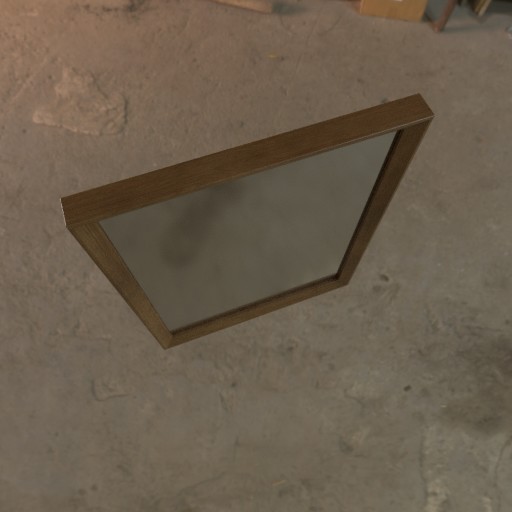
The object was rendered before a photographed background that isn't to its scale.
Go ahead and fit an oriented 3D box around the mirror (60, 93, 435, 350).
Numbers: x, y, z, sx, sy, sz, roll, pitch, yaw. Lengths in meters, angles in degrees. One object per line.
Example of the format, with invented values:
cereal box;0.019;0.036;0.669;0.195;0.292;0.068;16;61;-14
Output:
mirror;0.000;0.000;0.695;0.406;0.509;0.041;-18;66;-8
